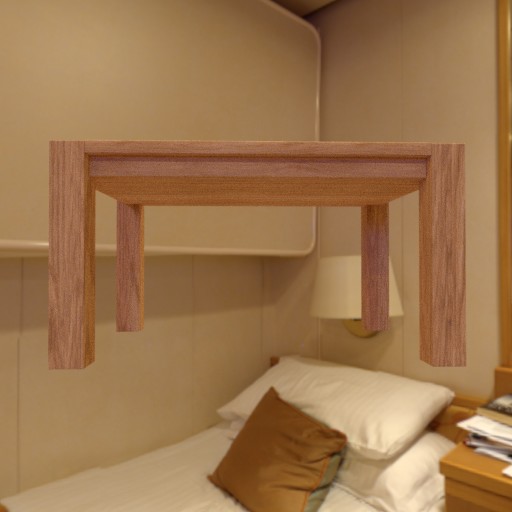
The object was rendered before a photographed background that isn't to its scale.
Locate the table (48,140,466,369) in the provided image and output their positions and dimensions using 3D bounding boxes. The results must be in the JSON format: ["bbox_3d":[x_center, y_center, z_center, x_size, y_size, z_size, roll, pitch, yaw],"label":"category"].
[{"bbox_3d":[0.000,0.000,1.934,1.400,0.760,0.900,0,-1,-2],"label":"table"}]
